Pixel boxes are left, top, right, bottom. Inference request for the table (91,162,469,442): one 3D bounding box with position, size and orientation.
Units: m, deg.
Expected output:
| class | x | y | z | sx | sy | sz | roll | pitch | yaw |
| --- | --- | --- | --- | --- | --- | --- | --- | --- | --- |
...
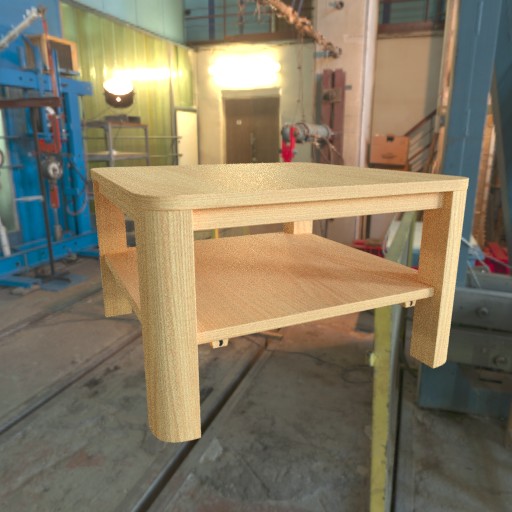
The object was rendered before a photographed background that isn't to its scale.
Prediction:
| class | x | y | z | sx | sy | sz | roll | pitch | yaw |
| --- | --- | --- | --- | --- | --- | --- | --- | --- | --- |
| table | 0.000 | 0.000 | 1.209 | 0.750 | 0.450 | 0.750 | -7 | 17 | -25 |
